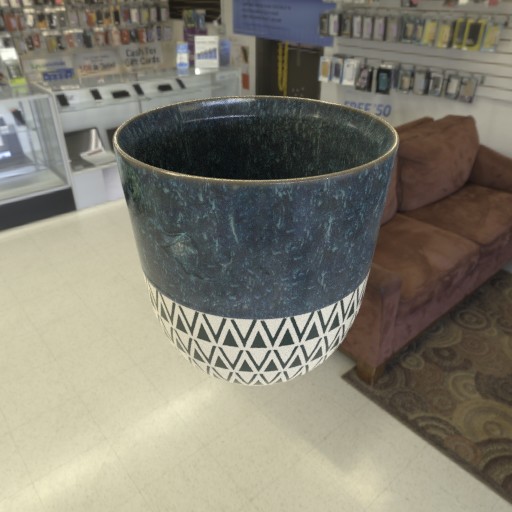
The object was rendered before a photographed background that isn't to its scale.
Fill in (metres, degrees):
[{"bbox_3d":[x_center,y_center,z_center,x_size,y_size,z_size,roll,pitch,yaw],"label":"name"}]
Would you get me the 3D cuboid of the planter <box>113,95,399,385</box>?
[{"bbox_3d":[0.000,0.000,0.369,0.195,0.214,0.195,0,32,0],"label":"planter"}]
